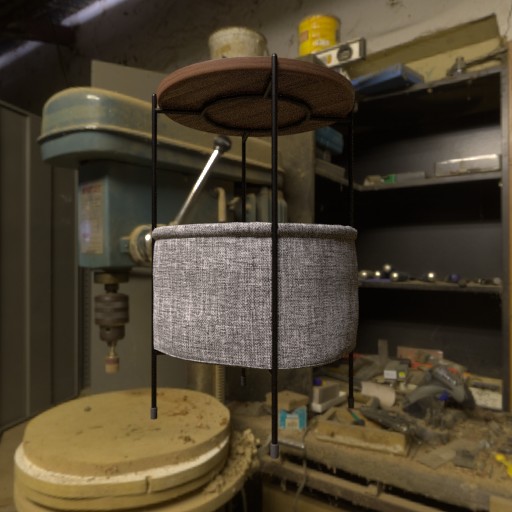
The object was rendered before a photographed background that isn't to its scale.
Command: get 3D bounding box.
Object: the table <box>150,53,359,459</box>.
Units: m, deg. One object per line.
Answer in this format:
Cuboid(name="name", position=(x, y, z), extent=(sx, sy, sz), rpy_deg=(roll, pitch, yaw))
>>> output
Cuboid(name="table", position=(0.000, 0.000, 0.882), extent=(0.400, 0.623, 0.400), rpy_deg=(0, -1, 36))
